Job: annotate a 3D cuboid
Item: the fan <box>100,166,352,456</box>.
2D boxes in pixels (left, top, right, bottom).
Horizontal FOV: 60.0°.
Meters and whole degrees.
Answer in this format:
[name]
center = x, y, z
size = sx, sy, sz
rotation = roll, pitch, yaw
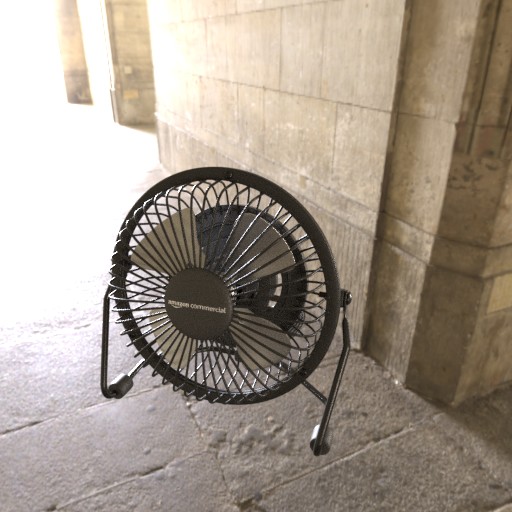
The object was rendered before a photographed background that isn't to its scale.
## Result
[fan]
center = 0.000, 0.000, 0.310
size = 0.153, 0.152, 0.202
rotation = 8, 27, 17
